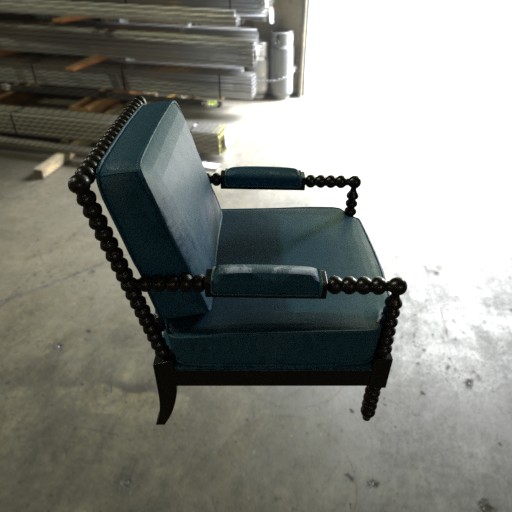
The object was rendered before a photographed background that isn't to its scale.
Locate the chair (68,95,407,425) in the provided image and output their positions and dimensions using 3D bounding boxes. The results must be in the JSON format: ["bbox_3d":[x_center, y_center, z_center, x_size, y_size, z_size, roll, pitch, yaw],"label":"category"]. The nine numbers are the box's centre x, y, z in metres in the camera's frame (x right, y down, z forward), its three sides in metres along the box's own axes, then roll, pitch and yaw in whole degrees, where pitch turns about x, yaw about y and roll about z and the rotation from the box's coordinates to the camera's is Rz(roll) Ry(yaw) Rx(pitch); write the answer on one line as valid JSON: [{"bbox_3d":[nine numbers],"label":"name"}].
[{"bbox_3d":[0.000,0.000,1.422,0.805,0.857,0.688,0,35,0],"label":"chair"}]
